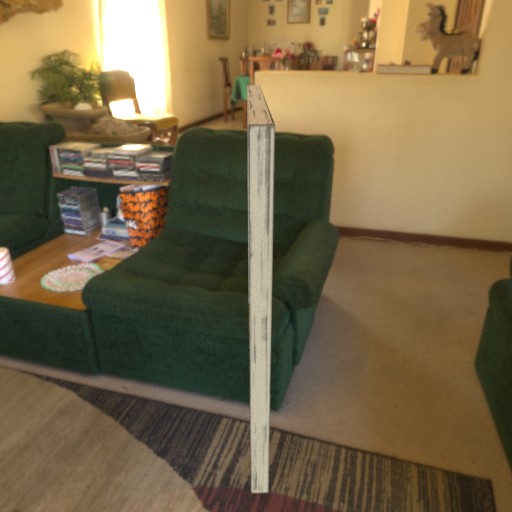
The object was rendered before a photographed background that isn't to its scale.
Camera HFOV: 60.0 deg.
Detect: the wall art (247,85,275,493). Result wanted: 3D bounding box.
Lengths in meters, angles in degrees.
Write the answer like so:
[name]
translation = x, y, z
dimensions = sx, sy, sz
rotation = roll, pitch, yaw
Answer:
[wall art]
translation = 0.000, 0.000, 1.127
dimensions = 0.037, 0.761, 0.761
rotation = -1, 25, -1
